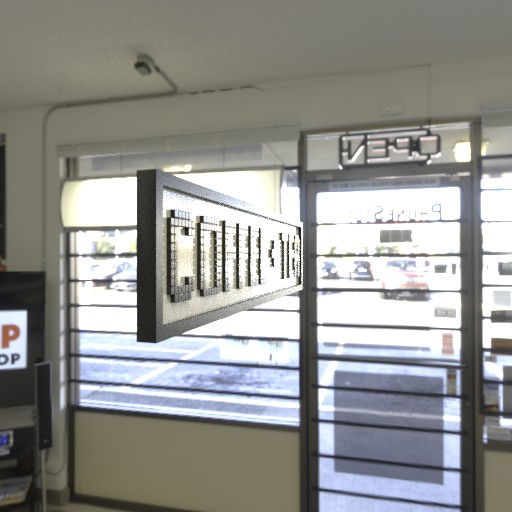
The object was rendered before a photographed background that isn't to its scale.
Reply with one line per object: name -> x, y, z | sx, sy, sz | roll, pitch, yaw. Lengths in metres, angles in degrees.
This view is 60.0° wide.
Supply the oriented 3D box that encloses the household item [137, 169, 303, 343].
household item -> 0.000, 0.000, 1.079 | 0.030, 0.236, 1.001 | 0, 0, 17
